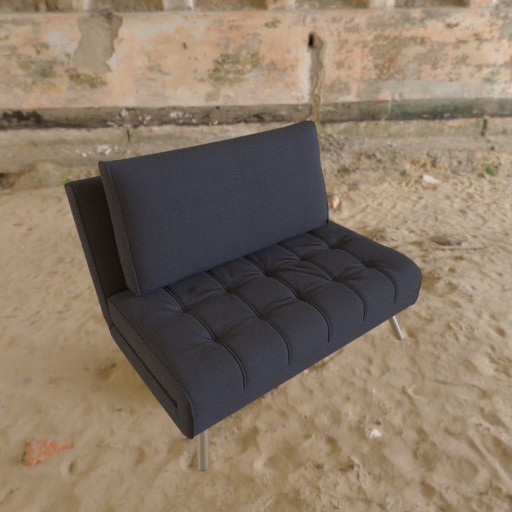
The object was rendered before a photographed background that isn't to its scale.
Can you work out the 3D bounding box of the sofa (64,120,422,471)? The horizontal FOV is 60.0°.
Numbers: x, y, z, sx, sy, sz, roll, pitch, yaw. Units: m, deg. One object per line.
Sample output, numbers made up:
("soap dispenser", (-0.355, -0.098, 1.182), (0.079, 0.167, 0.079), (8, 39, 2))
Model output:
("sofa", (0.000, 0.000, 1.902), (1.220, 0.910, 0.910), (-21, 37, -32))
